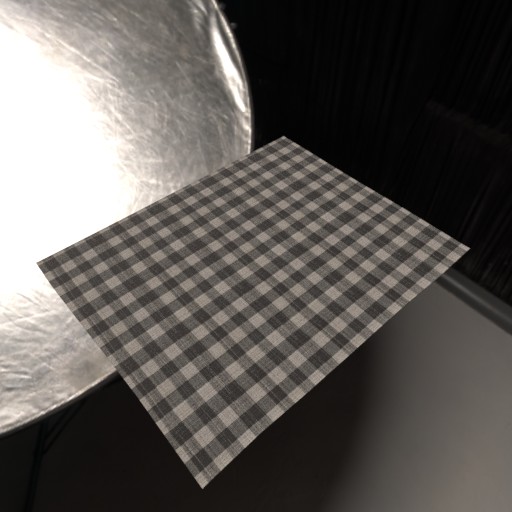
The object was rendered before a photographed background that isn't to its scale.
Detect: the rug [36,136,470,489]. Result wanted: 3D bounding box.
[{"bbox_3d":[0.000,0.000,3.946,3.021,0.013,2.432,-33,56,-26],"label":"rug"}]
